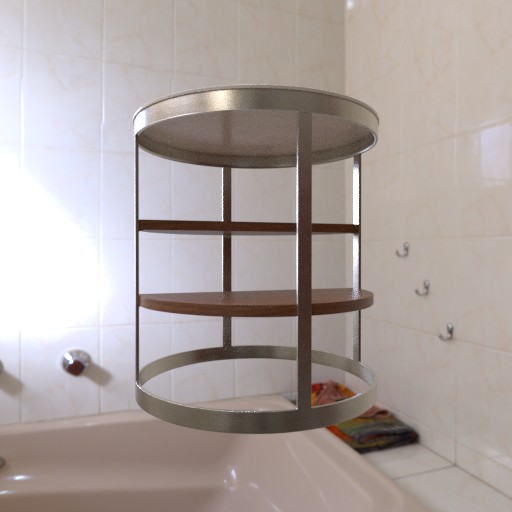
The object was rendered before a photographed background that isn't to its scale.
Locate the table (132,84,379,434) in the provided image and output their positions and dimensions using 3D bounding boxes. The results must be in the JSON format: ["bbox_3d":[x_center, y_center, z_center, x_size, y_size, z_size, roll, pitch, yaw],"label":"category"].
[{"bbox_3d":[0.000,0.000,0.761,0.407,0.447,0.407,0,1,0],"label":"table"}]
